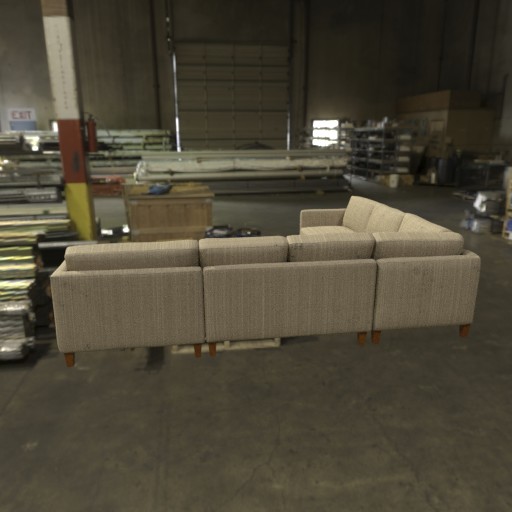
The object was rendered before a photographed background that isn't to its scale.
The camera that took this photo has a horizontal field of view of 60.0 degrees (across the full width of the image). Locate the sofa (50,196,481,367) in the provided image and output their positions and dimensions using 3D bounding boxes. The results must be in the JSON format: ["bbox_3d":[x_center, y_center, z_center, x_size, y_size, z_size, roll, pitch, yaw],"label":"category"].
[{"bbox_3d":[0.000,0.000,4.719,3.460,0.961,2.594,-2,16,-9],"label":"sofa"}]
